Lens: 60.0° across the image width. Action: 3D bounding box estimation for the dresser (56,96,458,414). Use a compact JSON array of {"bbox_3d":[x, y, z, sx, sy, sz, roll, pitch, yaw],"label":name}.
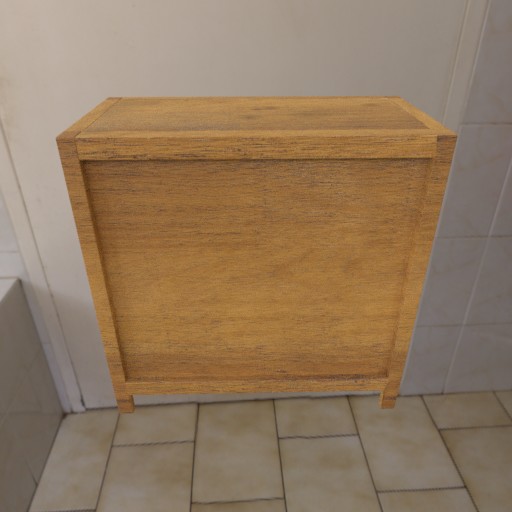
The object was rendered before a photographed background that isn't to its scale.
[{"bbox_3d":[0.000,0.000,1.268,0.804,0.804,0.427,-1,31,-1],"label":"dresser"}]
